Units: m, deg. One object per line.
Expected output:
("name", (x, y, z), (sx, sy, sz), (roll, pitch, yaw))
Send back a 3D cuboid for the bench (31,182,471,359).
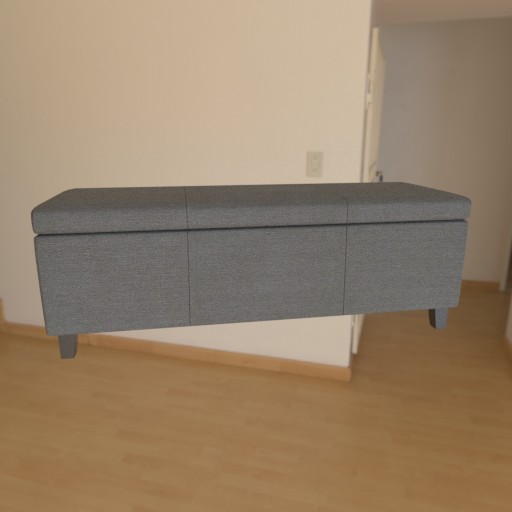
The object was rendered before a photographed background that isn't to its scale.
("bench", (0.000, 0.000, 1.483), (1.269, 0.438, 0.446), (-3, 16, -9))
